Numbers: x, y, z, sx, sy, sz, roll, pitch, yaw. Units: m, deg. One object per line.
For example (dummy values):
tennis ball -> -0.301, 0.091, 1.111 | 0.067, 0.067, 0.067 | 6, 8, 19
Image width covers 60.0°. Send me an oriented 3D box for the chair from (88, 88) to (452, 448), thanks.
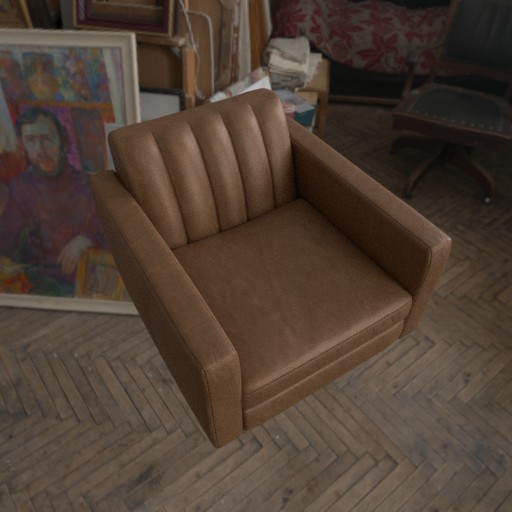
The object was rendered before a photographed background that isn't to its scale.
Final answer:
chair -> 0.000, 0.000, 1.705 | 0.953, 0.819, 0.998 | -24, 51, -21
